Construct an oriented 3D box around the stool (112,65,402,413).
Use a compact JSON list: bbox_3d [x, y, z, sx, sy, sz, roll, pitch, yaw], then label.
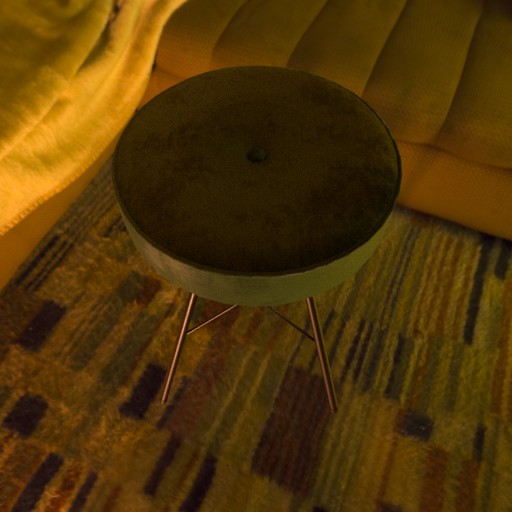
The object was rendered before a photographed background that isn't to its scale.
[{"bbox_3d":[0.000,0.000,0.892,0.430,0.595,0.457,2,58,2],"label":"stool"}]
